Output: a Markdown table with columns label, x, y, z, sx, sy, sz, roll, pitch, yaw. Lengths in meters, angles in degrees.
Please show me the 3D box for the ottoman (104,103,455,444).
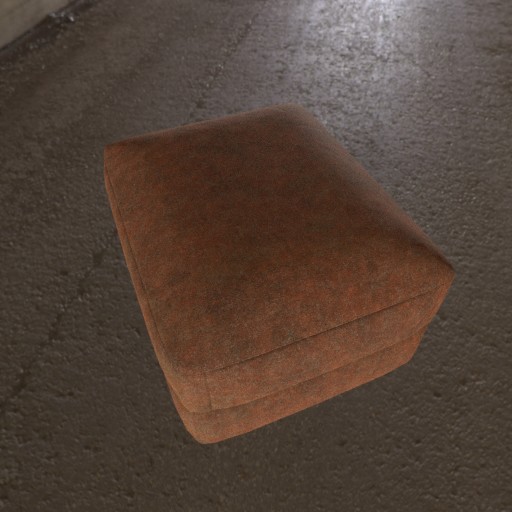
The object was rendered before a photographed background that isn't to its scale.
| label | x | y | z | sx | sy | sz | roll | pitch | yaw |
| --- | --- | --- | --- | --- | --- | --- | --- | --- | --- |
| ottoman | 0.000 | 0.000 | 1.169 | 0.635 | 0.508 | 0.787 | -17 | 50 | -15 |
